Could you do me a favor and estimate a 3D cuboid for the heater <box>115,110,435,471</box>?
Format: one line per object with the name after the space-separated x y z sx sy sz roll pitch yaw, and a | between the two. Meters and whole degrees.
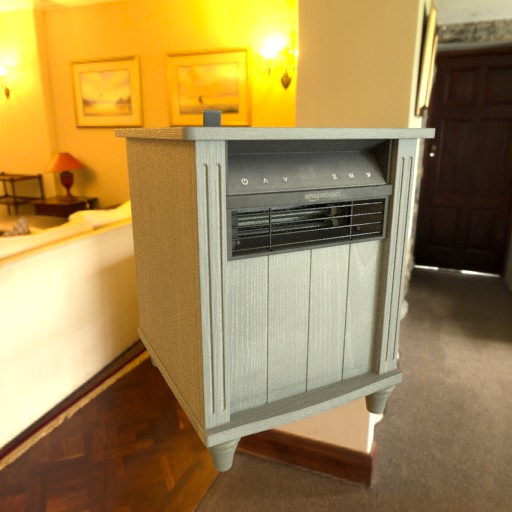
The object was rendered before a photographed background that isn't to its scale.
0.000 0.000 0.744 0.362 0.481 0.400 -8 17 -26 | heater
